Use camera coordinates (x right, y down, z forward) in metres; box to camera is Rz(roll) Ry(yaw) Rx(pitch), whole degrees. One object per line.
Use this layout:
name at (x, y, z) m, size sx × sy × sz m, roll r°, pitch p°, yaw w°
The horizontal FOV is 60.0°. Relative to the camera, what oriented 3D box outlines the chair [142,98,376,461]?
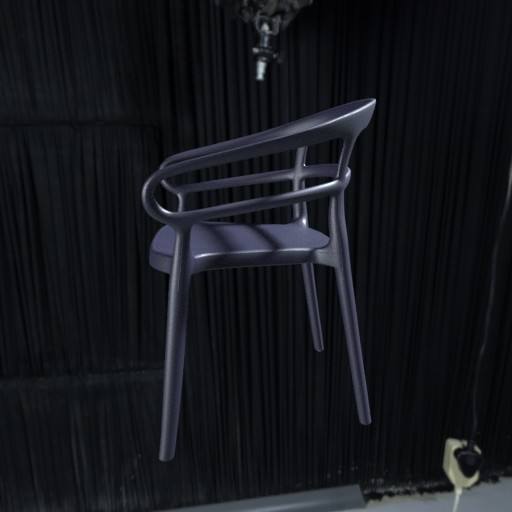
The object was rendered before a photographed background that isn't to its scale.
chair at (0.000, 0.000, 1.134) m, size 0.527 × 0.761 × 0.559 m, roll -2°, pitch 15°, yaw -8°
